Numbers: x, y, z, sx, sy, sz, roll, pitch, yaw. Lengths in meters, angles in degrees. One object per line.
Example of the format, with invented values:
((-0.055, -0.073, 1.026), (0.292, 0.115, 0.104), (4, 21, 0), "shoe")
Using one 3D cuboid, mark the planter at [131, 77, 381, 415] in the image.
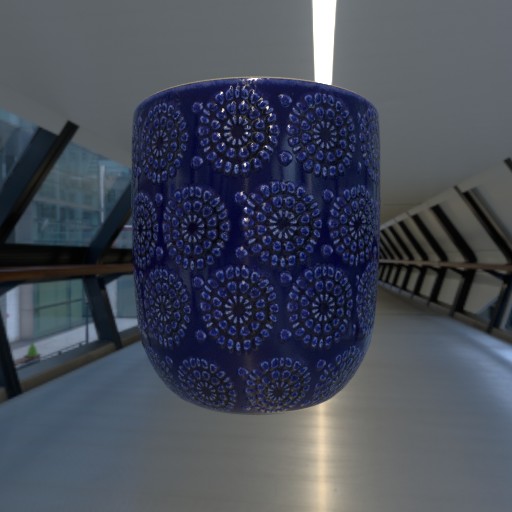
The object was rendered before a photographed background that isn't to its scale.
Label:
((0.000, 0.000, 0.341), (0.184, 0.206, 0.184), (0, 1, 0), "planter")
